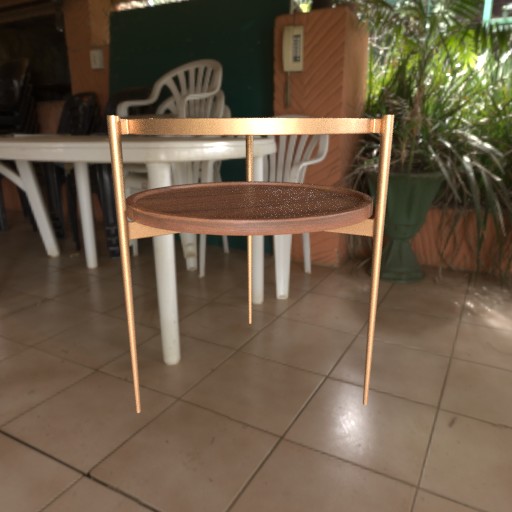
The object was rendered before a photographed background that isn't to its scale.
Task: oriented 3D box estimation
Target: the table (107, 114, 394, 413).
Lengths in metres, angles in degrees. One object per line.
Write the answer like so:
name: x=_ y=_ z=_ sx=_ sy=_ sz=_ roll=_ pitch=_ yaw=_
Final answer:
table: x=0.000 y=0.000 z=0.820 sx=0.456 sy=0.493 sz=0.430 roll=8 pitch=18 yaw=26
